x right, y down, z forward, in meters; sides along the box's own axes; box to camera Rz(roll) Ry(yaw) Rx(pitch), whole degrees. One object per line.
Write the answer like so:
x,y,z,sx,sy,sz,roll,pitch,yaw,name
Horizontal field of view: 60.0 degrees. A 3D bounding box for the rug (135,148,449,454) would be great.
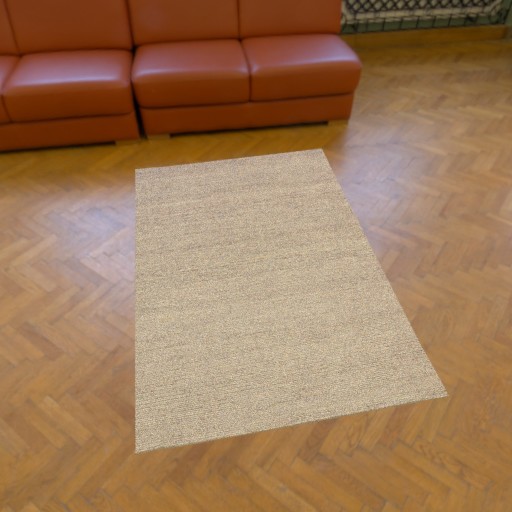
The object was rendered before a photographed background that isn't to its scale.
0.000,0.000,2.989,1.609,0.030,2.342,-8,47,-7,rug
